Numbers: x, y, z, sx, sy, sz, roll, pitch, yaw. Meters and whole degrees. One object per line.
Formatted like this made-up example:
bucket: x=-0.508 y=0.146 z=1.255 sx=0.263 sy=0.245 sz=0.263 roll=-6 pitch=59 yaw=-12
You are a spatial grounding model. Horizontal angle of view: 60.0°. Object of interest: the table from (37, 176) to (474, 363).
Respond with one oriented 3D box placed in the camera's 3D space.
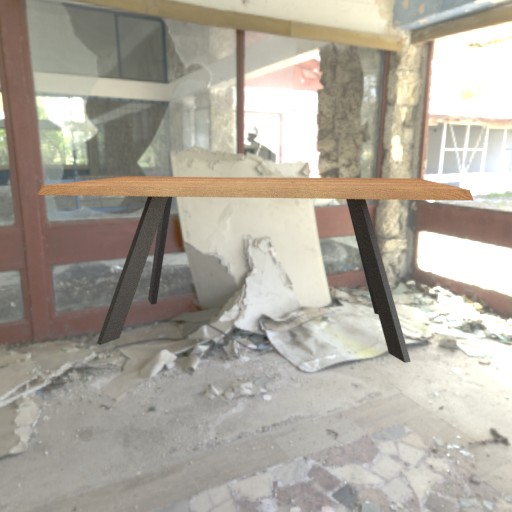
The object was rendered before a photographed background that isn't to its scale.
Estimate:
table: x=0.000 y=0.000 z=2.320 sx=1.800 sy=0.770 sz=0.900 roll=2 pitch=13 yaw=7
